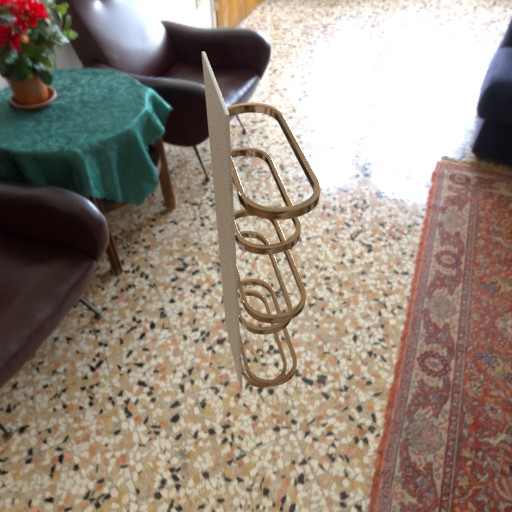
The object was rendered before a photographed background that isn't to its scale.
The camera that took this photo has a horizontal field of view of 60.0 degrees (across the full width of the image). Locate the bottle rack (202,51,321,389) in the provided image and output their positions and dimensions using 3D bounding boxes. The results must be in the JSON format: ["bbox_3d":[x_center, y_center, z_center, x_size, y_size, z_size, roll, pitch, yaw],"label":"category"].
[{"bbox_3d":[0.000,0.000,0.850,0.118,0.709,0.332,-10,48,-9],"label":"bottle rack"}]
